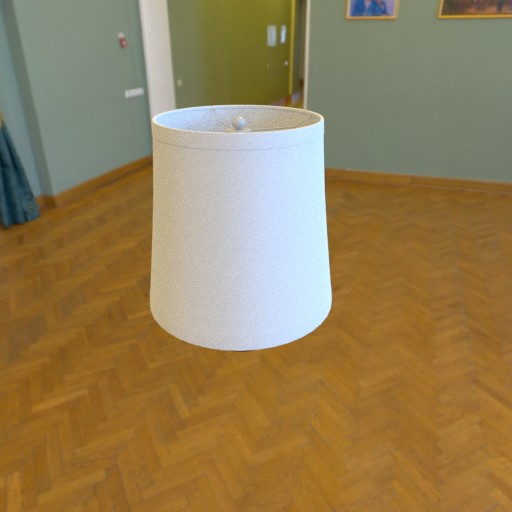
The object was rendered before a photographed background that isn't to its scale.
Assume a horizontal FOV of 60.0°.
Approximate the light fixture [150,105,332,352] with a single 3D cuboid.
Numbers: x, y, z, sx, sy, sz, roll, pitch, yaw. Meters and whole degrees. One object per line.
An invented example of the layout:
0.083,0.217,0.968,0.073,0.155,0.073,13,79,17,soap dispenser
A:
0.000,0.000,0.269,0.100,0.172,0.157,8,27,15,light fixture
